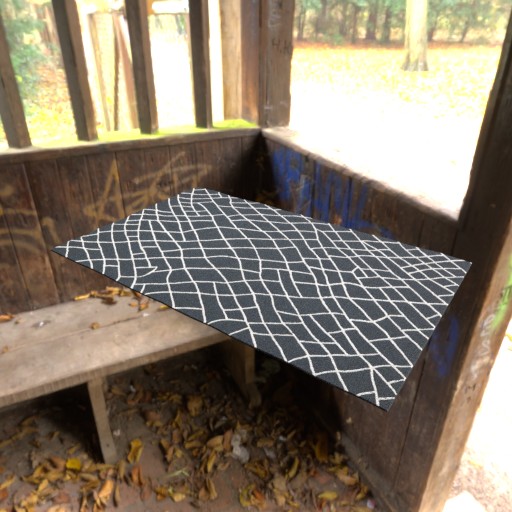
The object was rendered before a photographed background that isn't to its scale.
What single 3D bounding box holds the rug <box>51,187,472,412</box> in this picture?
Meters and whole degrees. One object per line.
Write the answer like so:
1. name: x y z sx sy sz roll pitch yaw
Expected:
1. rug: 0.000 0.000 3.022 2.448 0.017 1.529 19 35 30
